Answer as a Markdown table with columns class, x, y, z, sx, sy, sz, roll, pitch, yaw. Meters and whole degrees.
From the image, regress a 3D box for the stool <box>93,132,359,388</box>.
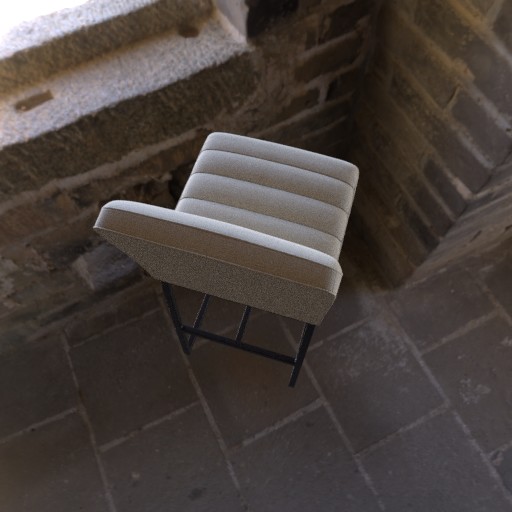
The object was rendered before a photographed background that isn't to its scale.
| class | x | y | z | sx | sy | sz | roll | pitch | yaw |
| --- | --- | --- | --- | --- | --- | --- | --- | --- | --- |
| stool | 0.000 | 0.000 | 1.325 | 0.460 | 1.040 | 0.560 | 15 | 64 | 8 |
